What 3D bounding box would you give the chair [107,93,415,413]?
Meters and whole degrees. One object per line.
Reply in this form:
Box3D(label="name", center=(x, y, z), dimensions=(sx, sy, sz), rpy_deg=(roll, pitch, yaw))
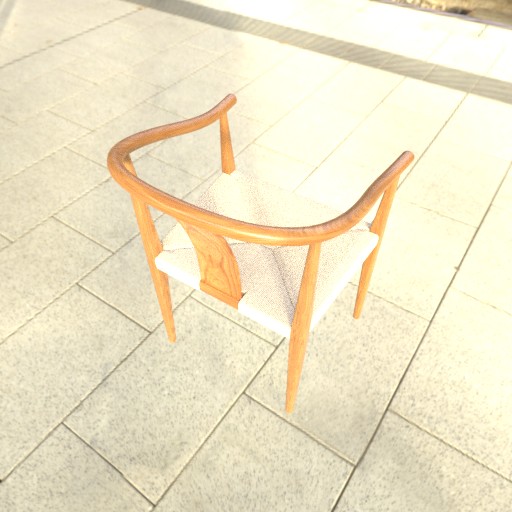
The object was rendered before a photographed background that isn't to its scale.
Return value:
Box3D(label="chair", center=(0.000, 0.000, 1.210), dimensions=(0.556, 0.800, 0.579), rpy_deg=(25, 53, 21))
